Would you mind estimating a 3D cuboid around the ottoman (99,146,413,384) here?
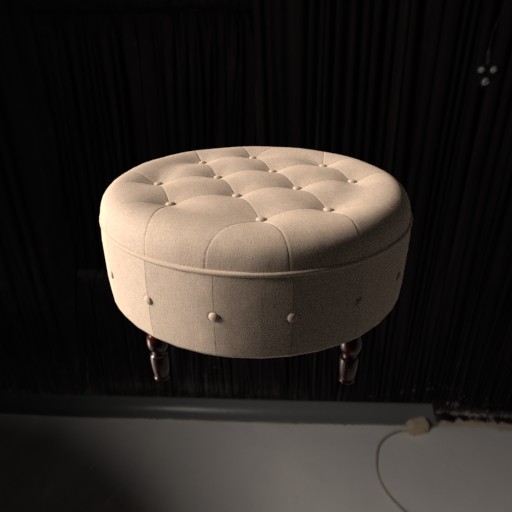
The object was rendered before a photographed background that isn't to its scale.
[{"bbox_3d":[0.000,0.000,1.333,0.848,0.494,0.848,0,27,0],"label":"ottoman"}]
